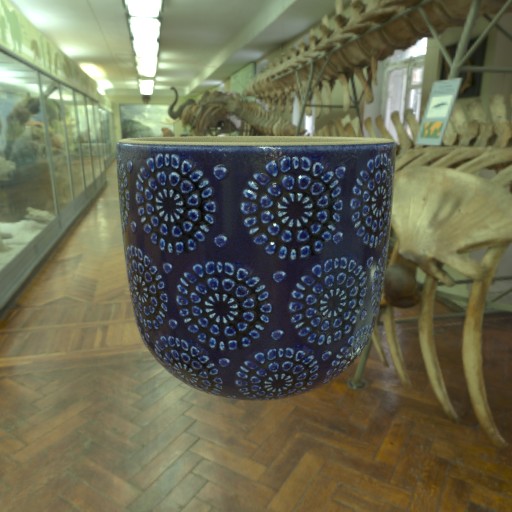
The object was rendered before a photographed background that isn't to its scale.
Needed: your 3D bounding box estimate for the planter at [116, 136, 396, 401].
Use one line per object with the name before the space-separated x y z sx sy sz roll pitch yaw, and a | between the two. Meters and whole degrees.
planter | 0.000 0.000 0.290 0.165 0.149 0.165 0 16 0
